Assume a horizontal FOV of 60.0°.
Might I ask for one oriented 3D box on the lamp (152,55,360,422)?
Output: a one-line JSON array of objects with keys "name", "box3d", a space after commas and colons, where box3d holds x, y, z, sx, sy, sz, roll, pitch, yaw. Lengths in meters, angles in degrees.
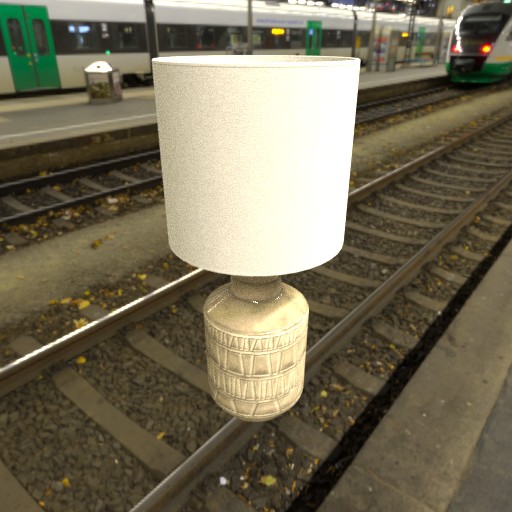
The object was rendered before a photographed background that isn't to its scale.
[{"name": "lamp", "box3d": [0.000, 0.000, 0.558, 0.211, 0.455, 0.211, 8, 27, 16]}]
